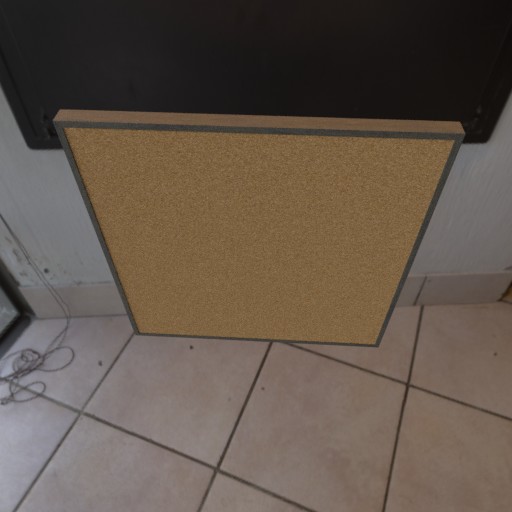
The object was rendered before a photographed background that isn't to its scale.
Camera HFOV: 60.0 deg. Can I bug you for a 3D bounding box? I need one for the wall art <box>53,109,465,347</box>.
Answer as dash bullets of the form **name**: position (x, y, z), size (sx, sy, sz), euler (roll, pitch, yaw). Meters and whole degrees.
- **wall art**: position (0.000, 0.000, 1.109), size (0.758, 0.758, 0.039), euler (2, 49, 2)
